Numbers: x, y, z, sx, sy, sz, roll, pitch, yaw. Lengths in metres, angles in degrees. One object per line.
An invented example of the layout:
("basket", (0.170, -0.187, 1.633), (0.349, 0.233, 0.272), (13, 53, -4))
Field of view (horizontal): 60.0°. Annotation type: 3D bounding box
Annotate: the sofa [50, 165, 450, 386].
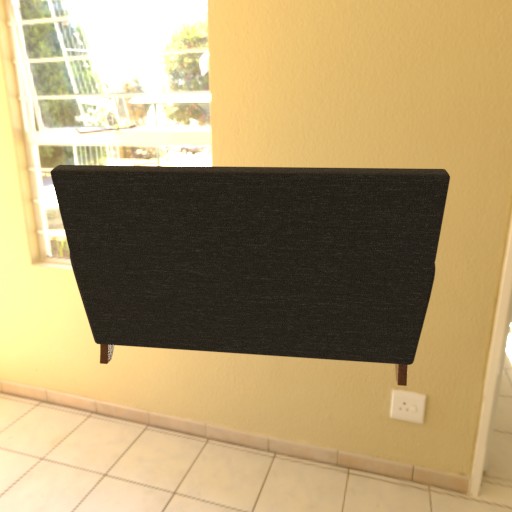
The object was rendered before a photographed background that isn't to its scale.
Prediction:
("sofa", (0.000, 0.000, 1.994), (1.420, 0.846, 0.875), (2, 16, 8))
